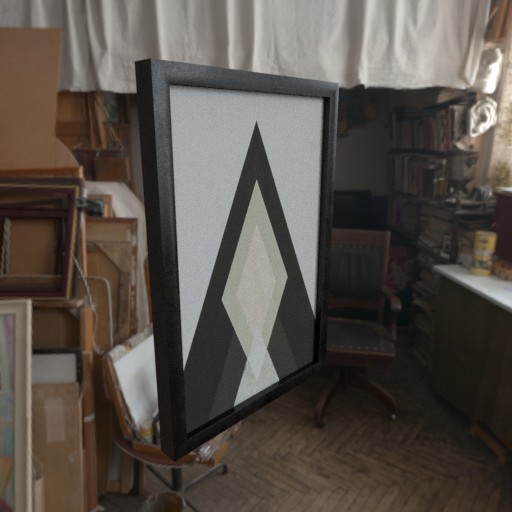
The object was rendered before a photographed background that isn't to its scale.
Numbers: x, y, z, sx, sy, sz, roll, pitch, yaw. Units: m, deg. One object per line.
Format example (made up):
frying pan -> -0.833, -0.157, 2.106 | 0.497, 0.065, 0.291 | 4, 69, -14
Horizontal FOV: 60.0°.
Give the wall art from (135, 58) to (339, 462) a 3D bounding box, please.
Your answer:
wall art -> 0.000, 0.000, 0.599 | 0.031, 0.457, 0.313 | 15, 21, 42
